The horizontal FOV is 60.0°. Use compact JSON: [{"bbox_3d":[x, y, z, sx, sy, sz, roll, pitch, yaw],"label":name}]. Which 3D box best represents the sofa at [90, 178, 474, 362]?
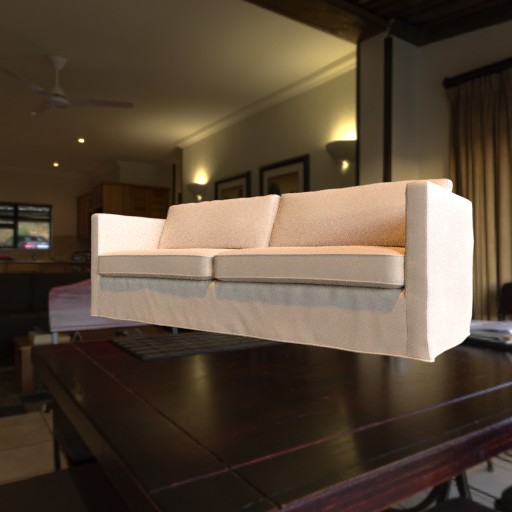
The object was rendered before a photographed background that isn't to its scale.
[{"bbox_3d":[0.000,0.000,3.274,2.779,0.999,1.036,0,0,37],"label":"sofa"}]
